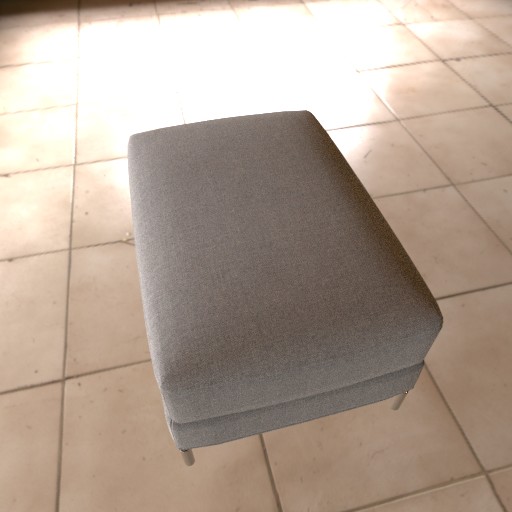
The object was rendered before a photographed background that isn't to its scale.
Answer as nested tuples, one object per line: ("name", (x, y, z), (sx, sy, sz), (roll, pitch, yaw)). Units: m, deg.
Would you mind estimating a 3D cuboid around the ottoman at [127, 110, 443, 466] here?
("ottoman", (0.000, 0.000, 1.180), (0.584, 0.457, 0.838), (-11, 49, -10))
